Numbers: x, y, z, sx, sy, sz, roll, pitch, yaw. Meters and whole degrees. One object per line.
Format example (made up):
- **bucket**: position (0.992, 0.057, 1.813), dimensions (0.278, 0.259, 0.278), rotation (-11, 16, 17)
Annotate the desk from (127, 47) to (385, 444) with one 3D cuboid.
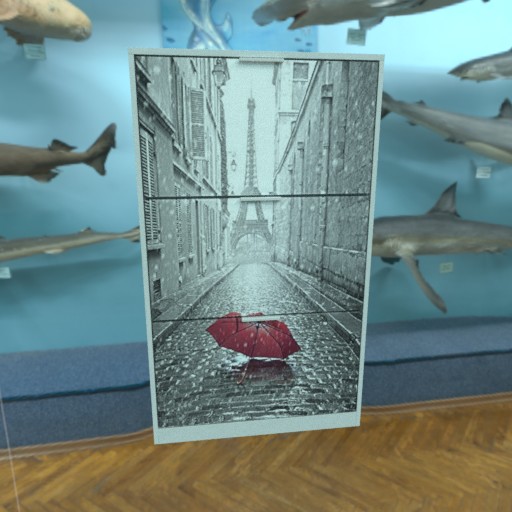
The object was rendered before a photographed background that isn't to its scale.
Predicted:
- **desk**: position (0.000, 0.000, 1.546), dimensions (0.750, 1.280, 0.250), rotation (-2, 15, -8)
